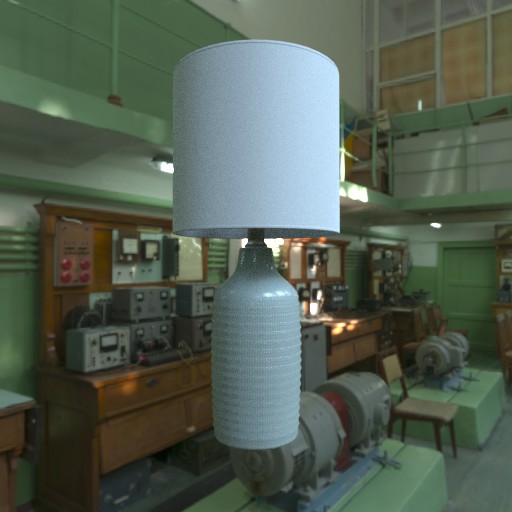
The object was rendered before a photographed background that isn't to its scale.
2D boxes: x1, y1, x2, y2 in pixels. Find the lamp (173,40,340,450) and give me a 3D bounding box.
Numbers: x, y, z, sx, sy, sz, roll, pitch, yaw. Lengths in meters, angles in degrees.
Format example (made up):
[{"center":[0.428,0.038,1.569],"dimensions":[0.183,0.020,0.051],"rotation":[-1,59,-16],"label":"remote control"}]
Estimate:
[{"center":[0.000,0.000,0.596],"dimensions":[0.220,0.475,0.220],"rotation":[-1,-1,35],"label":"lamp"}]
